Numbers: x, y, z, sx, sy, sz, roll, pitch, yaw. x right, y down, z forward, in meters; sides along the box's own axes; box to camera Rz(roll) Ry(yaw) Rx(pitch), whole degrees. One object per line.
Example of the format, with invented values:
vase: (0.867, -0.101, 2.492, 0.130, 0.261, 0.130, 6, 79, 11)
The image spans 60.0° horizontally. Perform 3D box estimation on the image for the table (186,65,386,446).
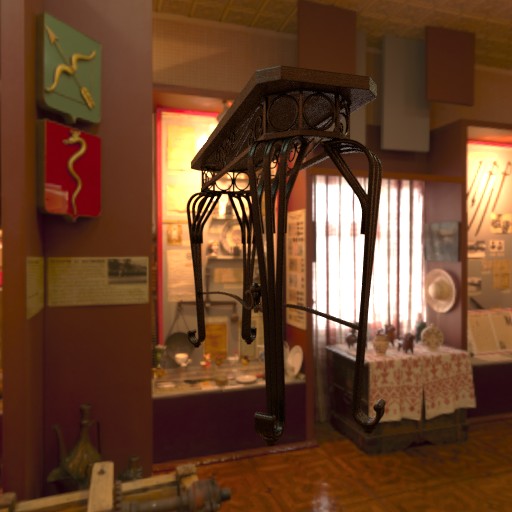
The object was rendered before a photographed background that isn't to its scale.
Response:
table: (0.000, 0.000, 1.469, 0.329, 0.800, 1.112, 0, 0, -16)
